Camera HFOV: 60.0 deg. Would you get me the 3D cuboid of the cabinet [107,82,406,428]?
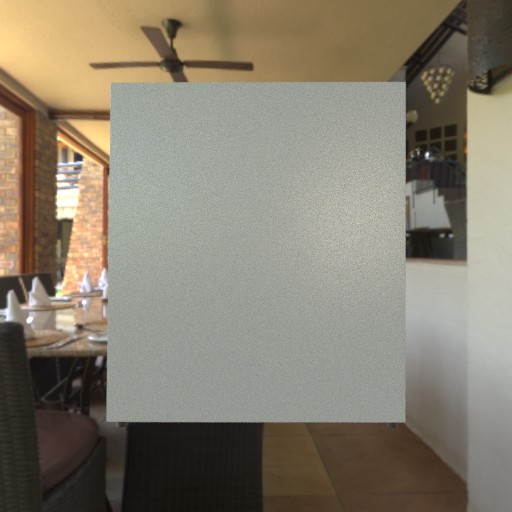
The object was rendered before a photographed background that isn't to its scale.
[{"bbox_3d":[0.000,0.000,1.640,0.990,1.150,0.348,0,0,0],"label":"cabinet"}]
